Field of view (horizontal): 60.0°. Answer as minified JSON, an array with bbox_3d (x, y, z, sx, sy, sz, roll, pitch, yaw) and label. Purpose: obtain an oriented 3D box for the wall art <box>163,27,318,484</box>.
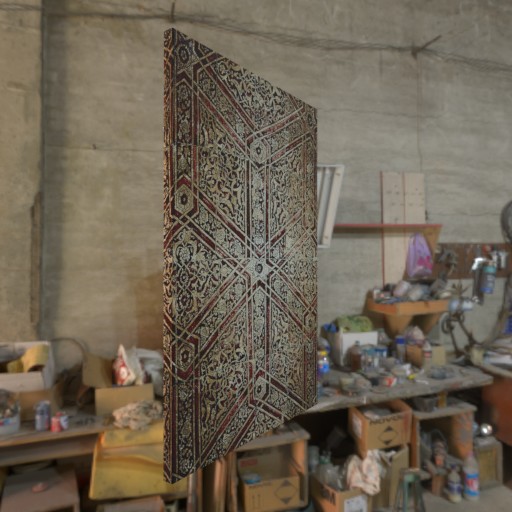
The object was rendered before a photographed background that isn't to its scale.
[{"bbox_3d":[0.000,0.000,1.127,0.030,0.904,0.599,0,0,36],"label":"wall art"}]
